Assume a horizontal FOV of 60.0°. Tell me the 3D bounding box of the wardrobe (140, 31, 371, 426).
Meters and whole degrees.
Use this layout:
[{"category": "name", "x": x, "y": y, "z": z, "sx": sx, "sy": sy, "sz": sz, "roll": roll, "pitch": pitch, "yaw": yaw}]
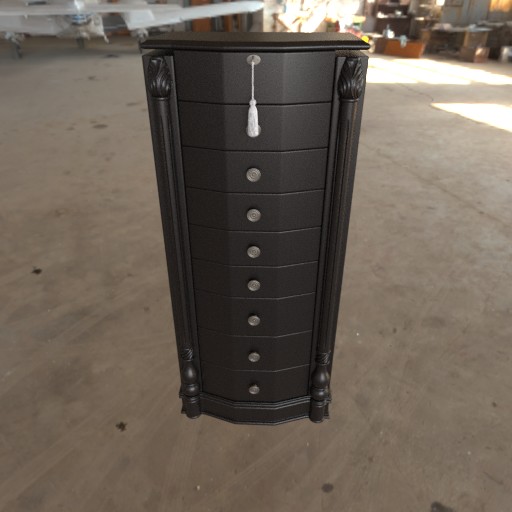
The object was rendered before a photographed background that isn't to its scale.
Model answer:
[{"category": "wardrobe", "x": 0.000, "y": 0.000, "z": 1.138, "sx": 0.444, "sy": 1.011, "sz": 0.295, "roll": 1, "pitch": 31, "yaw": 2}]
